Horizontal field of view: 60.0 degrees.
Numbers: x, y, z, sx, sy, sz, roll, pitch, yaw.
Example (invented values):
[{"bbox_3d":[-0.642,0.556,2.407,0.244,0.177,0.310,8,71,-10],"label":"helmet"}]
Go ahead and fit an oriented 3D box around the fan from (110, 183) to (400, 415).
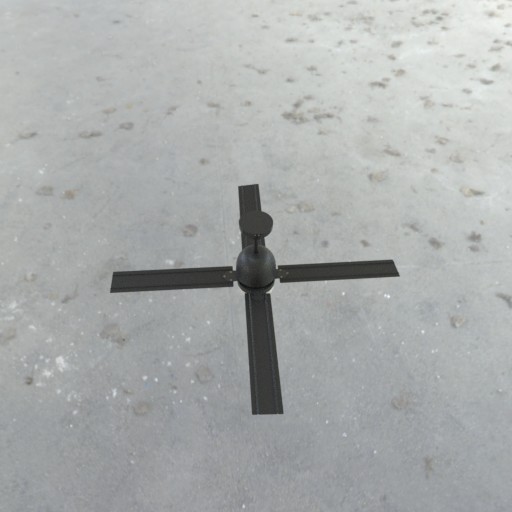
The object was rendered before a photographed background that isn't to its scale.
[{"bbox_3d":[0.000,0.000,1.950,1.319,0.410,1.319,-4,48,-4],"label":"fan"}]
